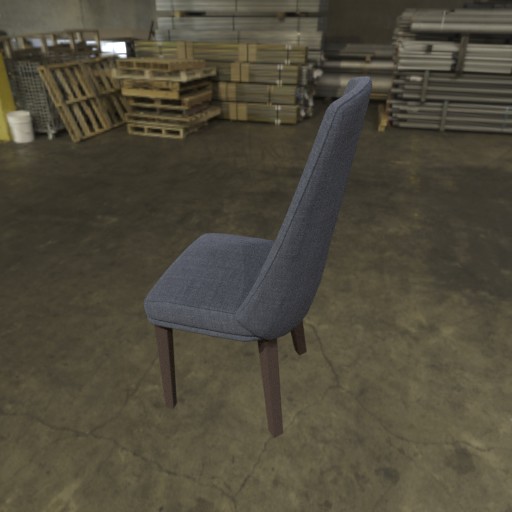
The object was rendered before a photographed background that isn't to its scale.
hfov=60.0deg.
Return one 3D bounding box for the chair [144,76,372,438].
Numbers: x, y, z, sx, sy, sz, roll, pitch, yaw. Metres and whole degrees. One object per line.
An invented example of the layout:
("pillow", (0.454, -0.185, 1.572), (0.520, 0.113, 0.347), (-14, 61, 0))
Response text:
("chair", (0.000, 0.000, 1.380), (0.577, 1.050, 0.510), (8, 30, 14))
